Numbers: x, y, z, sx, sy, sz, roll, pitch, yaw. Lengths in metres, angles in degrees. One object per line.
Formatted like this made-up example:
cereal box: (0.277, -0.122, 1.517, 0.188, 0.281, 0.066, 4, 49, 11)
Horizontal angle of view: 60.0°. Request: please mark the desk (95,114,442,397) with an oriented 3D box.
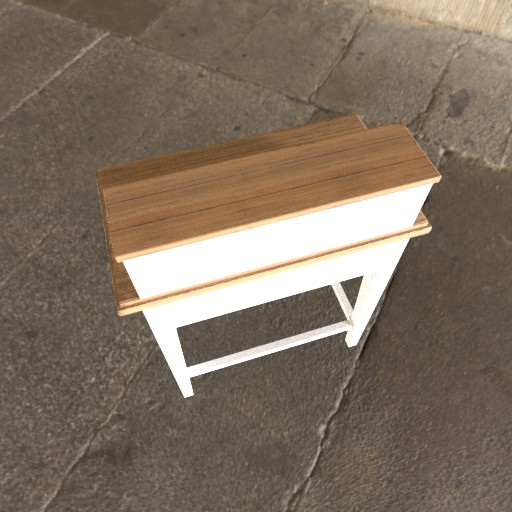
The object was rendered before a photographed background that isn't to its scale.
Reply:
desk: (0.000, 0.000, 1.447, 0.814, 0.981, 0.462, -15, 58, -9)
